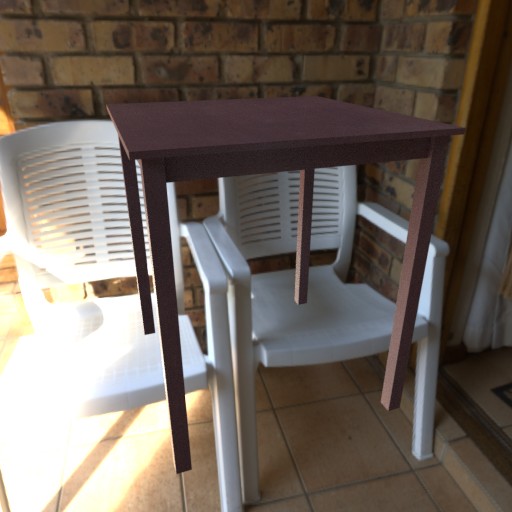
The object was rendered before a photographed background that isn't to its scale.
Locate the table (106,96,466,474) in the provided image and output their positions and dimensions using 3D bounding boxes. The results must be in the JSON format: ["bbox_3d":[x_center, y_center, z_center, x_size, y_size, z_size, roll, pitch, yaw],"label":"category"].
[{"bbox_3d":[0.000,0.000,1.610,0.861,0.991,0.861,-9,27,-18],"label":"table"}]
